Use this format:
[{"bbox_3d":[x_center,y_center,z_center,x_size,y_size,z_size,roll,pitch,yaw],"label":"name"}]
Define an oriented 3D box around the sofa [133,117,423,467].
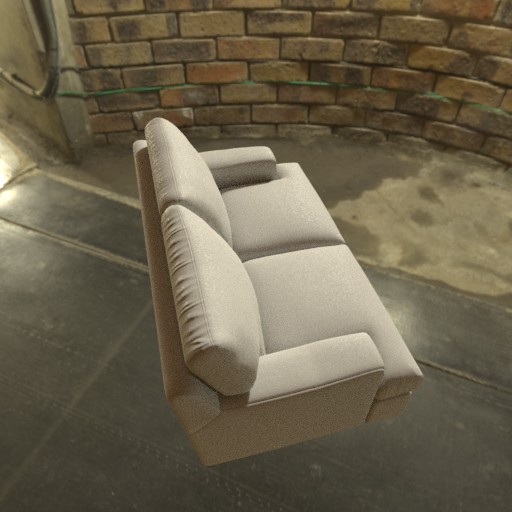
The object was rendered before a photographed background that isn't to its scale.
[{"bbox_3d":[0.000,0.000,2.499,1.143,0.940,1.880,-11,46,-10],"label":"sofa"}]
